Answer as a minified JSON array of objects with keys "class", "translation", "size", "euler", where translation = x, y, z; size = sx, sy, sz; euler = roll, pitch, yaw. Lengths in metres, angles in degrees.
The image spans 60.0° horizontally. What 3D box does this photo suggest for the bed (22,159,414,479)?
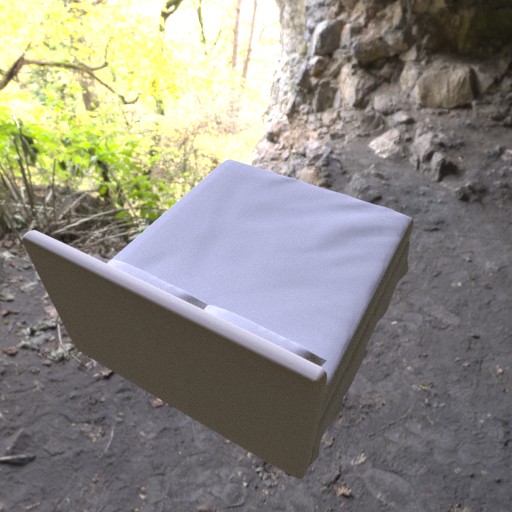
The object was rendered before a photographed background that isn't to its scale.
[{"class":"bed","translation":[0.000,0.000,3.533],"size":[2.119,1.317,2.341],"euler":[22,49,21]}]
